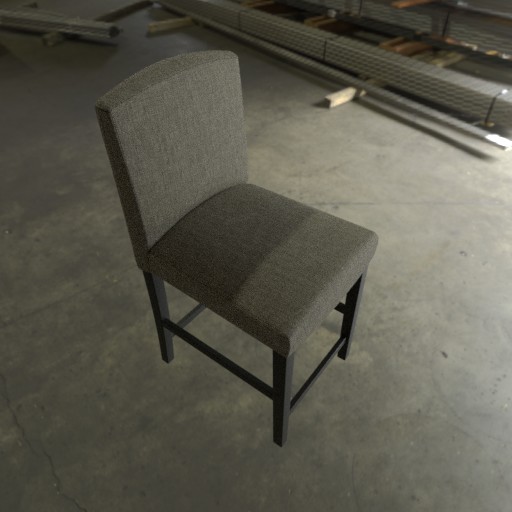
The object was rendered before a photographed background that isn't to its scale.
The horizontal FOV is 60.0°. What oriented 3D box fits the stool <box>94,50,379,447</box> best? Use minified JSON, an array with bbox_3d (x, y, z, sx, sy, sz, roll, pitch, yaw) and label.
[{"bbox_3d":[0.000,0.000,1.246,0.552,0.966,0.451,27,48,27],"label":"stool"}]
